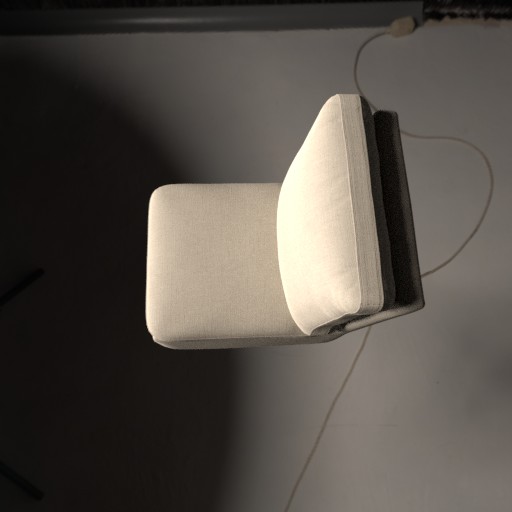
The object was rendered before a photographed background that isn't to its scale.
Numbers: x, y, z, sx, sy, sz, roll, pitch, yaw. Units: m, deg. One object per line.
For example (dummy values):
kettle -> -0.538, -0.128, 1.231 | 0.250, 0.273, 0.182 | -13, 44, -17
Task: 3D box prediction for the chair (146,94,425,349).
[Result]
chair -> 0.000, 0.000, 1.354 | 0.698, 0.927, 0.503 | -2, 74, -1
